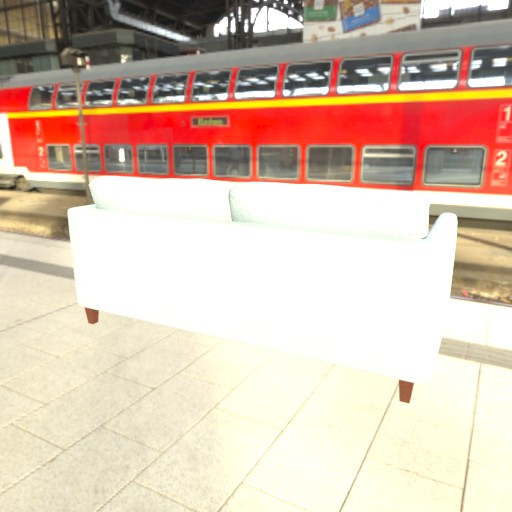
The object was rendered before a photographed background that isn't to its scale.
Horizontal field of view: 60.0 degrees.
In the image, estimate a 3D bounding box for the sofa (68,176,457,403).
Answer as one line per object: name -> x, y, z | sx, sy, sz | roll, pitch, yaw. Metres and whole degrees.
sofa -> 0.000, 0.000, 2.742 | 2.208, 0.965, 0.951 | 7, 16, 26
